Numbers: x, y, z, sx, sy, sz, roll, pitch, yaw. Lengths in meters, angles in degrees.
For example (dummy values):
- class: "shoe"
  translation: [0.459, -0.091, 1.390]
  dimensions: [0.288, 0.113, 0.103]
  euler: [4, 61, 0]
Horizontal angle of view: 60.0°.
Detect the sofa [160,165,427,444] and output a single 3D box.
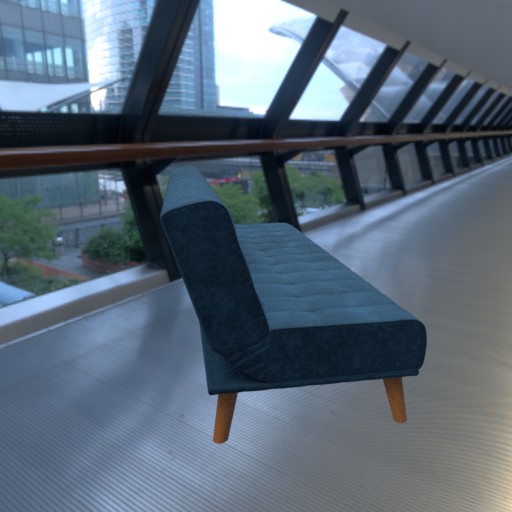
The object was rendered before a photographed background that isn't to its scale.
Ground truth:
- class: "sofa"
  translation: [0.000, 0.000, 2.250]
  dimensions: [0.855, 0.813, 1.804]
  euler: [-3, 15, -10]
